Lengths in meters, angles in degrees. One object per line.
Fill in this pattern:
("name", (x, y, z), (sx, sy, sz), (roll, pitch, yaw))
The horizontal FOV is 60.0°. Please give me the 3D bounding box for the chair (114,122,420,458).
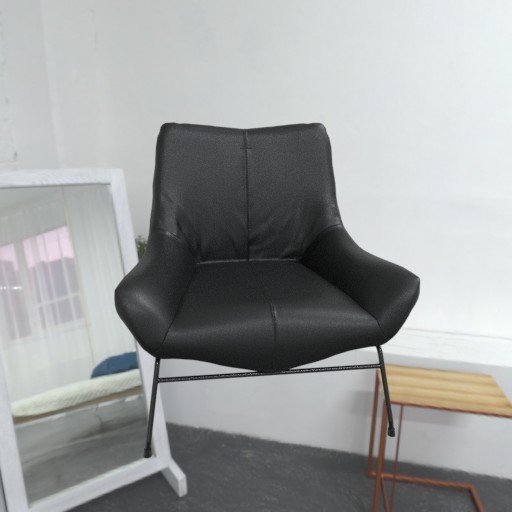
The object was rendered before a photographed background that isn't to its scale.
("chair", (0.000, 0.000, 1.552), (0.836, 0.922, 0.826), (-2, 15, -7))
